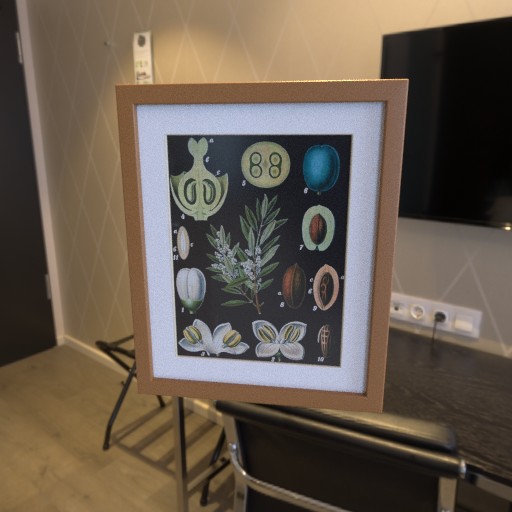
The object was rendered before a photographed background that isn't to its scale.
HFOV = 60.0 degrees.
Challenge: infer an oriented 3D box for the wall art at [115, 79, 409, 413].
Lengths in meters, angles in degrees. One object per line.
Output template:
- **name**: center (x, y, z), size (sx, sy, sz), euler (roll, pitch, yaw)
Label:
- **wall art**: center (0.000, 0.000, 0.516), size (0.310, 0.379, 0.015), euler (2, 15, 8)
